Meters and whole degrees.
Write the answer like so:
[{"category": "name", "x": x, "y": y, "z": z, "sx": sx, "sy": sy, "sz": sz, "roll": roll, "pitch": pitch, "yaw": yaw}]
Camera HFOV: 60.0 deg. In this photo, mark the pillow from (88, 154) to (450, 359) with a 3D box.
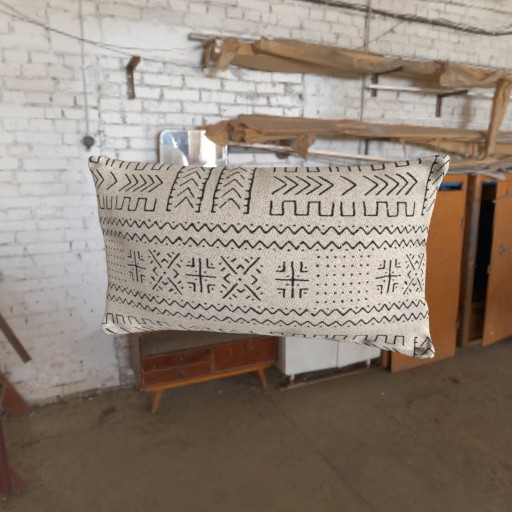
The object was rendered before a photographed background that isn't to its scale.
[{"category": "pillow", "x": 0.000, "y": 0.000, "z": 0.791, "sx": 0.637, "sy": 0.352, "sz": 0.188, "roll": 2, "pitch": 13, "yaw": 10}]
